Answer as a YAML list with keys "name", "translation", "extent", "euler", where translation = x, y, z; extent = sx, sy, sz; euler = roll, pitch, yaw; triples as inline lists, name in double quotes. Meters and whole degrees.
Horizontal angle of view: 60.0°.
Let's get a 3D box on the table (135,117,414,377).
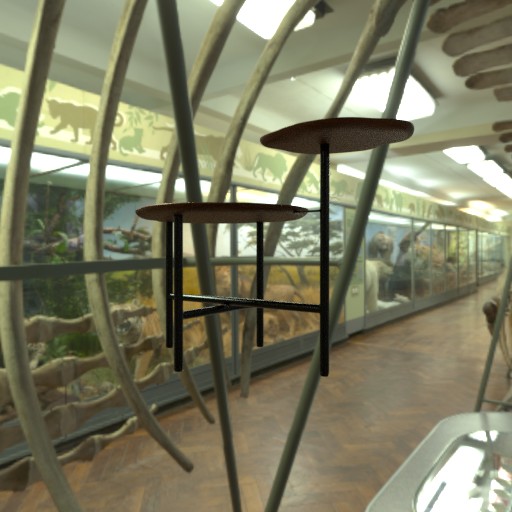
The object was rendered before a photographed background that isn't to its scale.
- name: "table"
  translation: [0.000, 0.000, 1.106]
  extent: [0.759, 0.538, 0.442]
  euler: [0, 1, 37]
